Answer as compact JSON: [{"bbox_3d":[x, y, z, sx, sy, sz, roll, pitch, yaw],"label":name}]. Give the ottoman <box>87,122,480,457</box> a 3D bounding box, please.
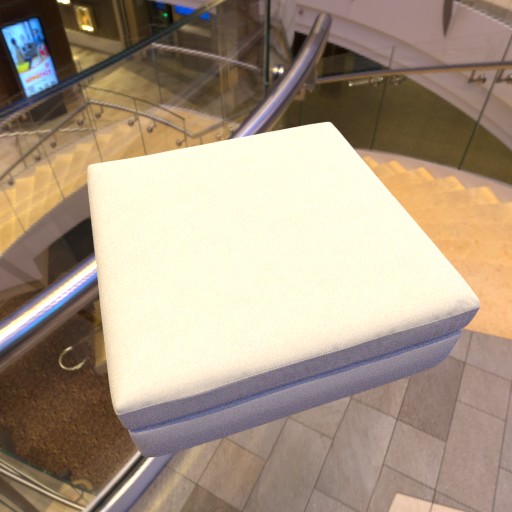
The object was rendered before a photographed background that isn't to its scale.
[{"bbox_3d":[0.000,0.000,1.744,1.163,0.482,1.167,-13,48,-12],"label":"ottoman"}]
